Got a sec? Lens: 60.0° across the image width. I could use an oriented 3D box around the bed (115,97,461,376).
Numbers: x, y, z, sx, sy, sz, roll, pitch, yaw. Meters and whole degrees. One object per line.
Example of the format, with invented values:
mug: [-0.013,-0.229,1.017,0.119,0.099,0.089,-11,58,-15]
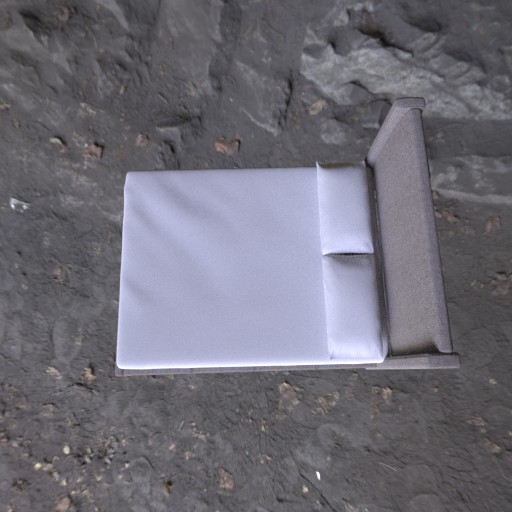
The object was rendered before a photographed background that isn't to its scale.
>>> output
bed: [0.000,0.000,3.362,2.245,1.476,1.714,-1,75,0]
